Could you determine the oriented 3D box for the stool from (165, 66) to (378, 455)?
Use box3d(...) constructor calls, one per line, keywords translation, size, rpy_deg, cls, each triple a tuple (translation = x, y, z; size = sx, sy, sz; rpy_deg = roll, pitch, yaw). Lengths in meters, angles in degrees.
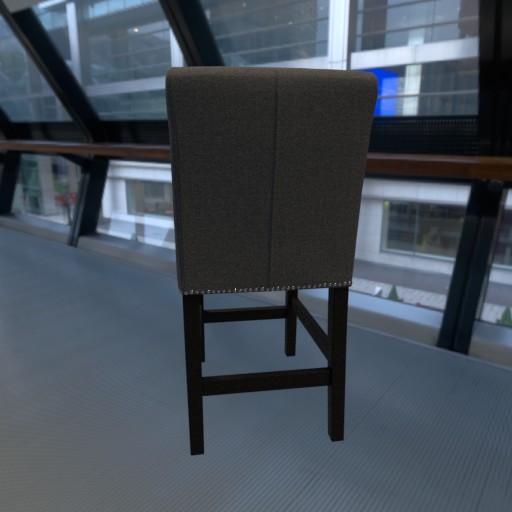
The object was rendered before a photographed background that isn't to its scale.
box3d(translation=(0.000, 0.000, 1.212), size=(0.427, 0.885, 0.571), rpy_deg=(-2, 15, -9), cls="stool")
